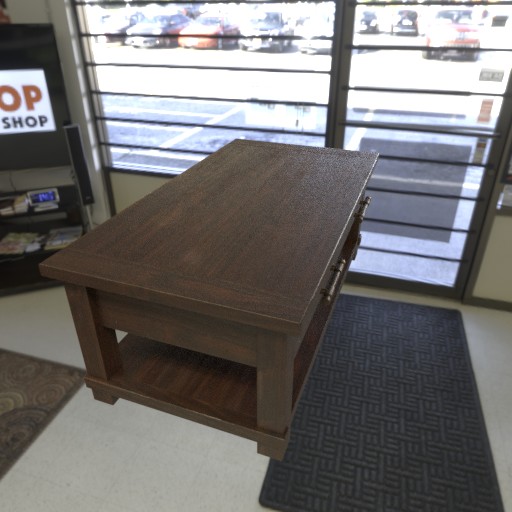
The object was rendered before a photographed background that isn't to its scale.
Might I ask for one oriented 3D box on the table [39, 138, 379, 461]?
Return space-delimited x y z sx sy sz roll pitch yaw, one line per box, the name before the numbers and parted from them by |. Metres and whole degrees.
table | 0.000 0.000 1.638 0.700 0.494 1.270 11 31 18
